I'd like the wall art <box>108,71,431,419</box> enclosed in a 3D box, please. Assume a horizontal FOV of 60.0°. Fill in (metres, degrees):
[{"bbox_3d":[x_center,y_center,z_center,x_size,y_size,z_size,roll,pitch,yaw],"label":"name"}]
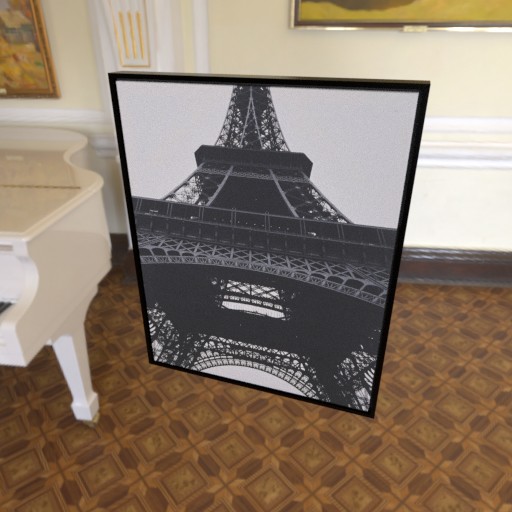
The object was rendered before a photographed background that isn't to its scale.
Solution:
[{"bbox_3d":[0.000,0.000,0.733,0.451,0.553,0.039,9,29,17],"label":"wall art"}]
